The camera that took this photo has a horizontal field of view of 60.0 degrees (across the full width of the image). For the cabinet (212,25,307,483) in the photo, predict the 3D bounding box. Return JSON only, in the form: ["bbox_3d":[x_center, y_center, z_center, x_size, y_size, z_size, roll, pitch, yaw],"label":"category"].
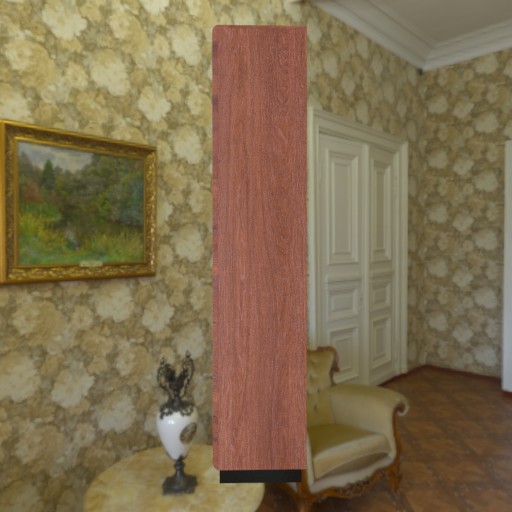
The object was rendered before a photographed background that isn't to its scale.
[{"bbox_3d":[0.000,0.000,2.236,0.420,1.980,0.660,0,1,-2],"label":"cabinet"}]
